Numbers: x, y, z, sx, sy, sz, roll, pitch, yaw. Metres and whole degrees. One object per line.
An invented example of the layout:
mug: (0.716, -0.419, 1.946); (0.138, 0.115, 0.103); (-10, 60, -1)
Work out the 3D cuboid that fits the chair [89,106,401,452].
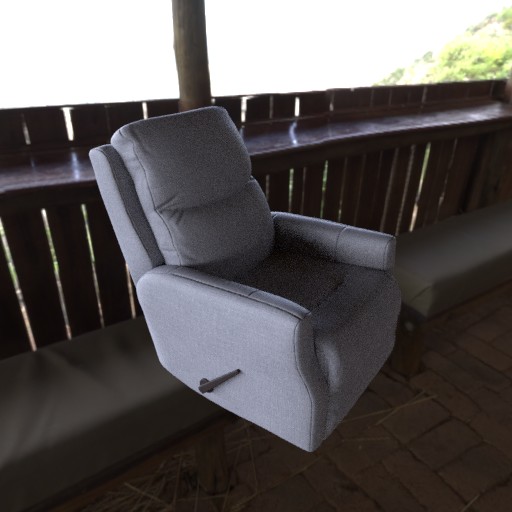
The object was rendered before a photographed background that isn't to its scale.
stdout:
chair: (0.000, 0.000, 1.785); (1.080, 1.030, 0.829); (19, 33, 32)
